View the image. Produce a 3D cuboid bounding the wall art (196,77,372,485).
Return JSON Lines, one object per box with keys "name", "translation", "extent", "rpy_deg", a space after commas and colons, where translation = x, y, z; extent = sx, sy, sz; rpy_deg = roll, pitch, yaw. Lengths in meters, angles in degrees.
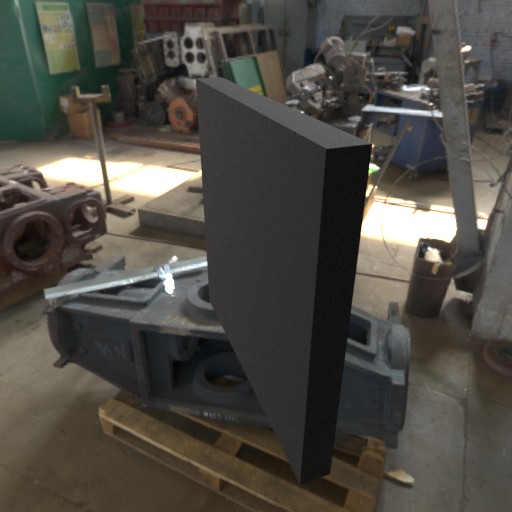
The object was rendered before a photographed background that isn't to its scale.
{"name": "wall art", "translation": [0.000, 0.000, 0.455], "extent": [0.030, 0.305, 0.308], "rpy_deg": [-10, 31, -18]}
